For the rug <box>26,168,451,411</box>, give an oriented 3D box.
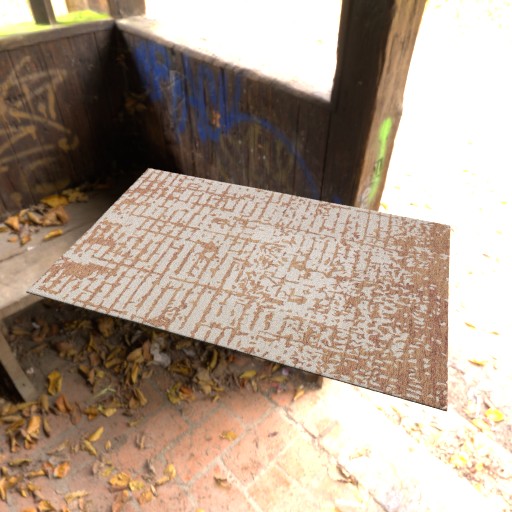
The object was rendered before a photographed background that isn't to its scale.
[{"bbox_3d":[0.000,0.000,2.930,2.435,0.011,1.517,13,44,14],"label":"rug"}]
